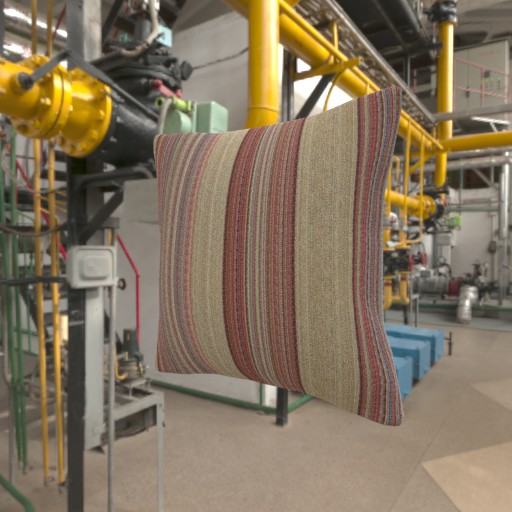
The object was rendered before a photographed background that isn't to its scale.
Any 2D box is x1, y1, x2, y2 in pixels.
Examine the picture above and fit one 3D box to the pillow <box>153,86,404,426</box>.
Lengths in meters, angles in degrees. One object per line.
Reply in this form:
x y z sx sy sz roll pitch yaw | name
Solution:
0.000 0.000 0.661 0.437 0.419 0.136 1 2 35 | pillow
